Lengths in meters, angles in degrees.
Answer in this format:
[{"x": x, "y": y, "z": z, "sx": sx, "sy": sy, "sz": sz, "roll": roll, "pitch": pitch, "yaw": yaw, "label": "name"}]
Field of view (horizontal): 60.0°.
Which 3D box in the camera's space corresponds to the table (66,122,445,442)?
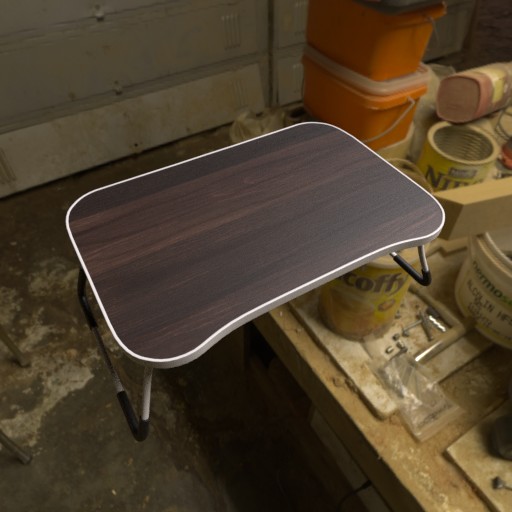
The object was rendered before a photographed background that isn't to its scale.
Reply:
[{"x": 0.000, "y": 0.000, "z": 0.858, "sx": 0.660, "sy": 0.232, "sz": 0.400, "roll": -23, "pitch": 51, "yaw": -20, "label": "table"}]
